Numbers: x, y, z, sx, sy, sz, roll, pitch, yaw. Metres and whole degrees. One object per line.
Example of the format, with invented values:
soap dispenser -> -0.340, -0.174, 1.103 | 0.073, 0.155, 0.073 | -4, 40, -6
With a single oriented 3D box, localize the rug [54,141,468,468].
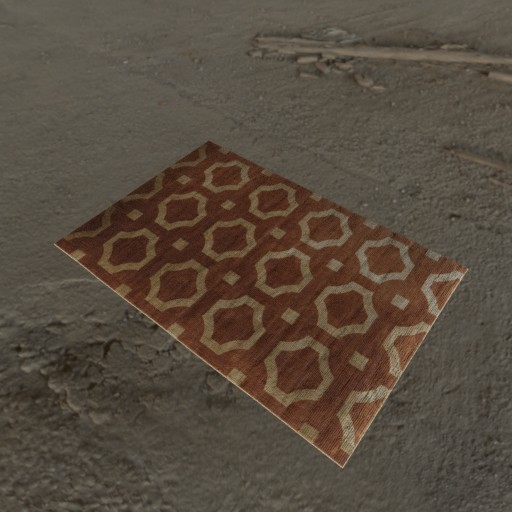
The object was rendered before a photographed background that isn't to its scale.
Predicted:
rug -> 0.000, 0.000, 2.946 | 2.286, 0.016, 1.555 | 31, 56, 24
